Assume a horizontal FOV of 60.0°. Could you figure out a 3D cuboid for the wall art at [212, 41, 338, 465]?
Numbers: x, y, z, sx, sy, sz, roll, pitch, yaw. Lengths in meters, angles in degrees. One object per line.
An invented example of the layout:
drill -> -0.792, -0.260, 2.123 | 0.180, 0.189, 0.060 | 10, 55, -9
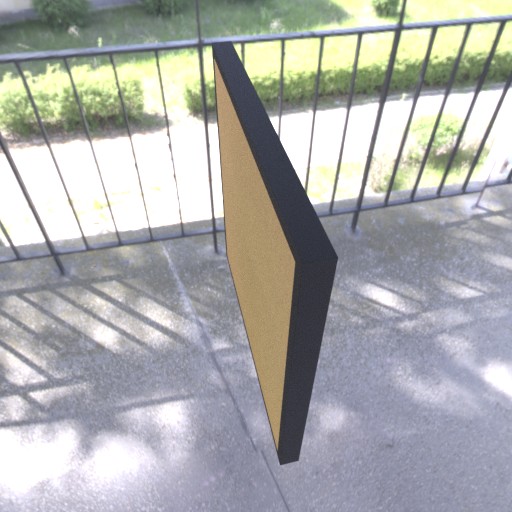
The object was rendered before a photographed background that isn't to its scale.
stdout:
wall art -> 0.000, 0.000, 0.745 | 0.033, 0.507, 0.508 | -9, 47, -9
